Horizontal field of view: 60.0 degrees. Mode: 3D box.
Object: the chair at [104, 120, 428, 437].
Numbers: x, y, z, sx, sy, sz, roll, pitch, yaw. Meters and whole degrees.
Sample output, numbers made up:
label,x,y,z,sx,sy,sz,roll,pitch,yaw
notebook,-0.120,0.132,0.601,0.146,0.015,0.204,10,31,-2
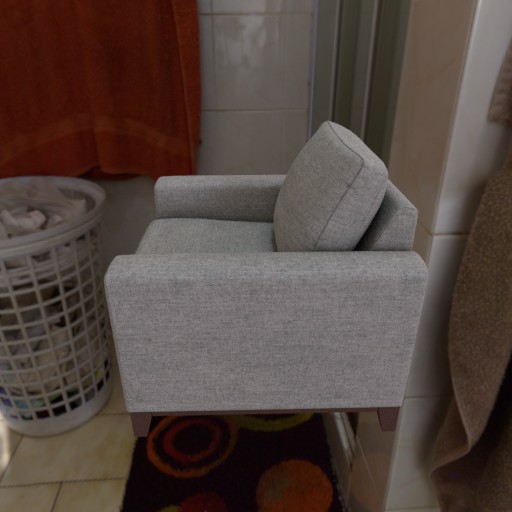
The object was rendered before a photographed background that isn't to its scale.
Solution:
label,x,y,z,sx,sy,sz,roll,pitch,yaw
chair,0.000,0.000,1.880,1.038,1.010,1.024,-1,27,-1
